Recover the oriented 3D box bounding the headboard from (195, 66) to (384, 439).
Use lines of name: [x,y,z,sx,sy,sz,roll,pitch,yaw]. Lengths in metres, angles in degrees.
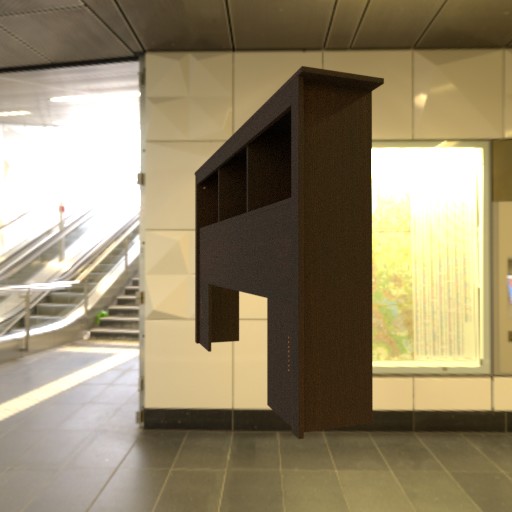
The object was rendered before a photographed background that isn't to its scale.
headboard: [0.000,0.000,2.120,0.279,1.092,1.671,0,0,-19]
